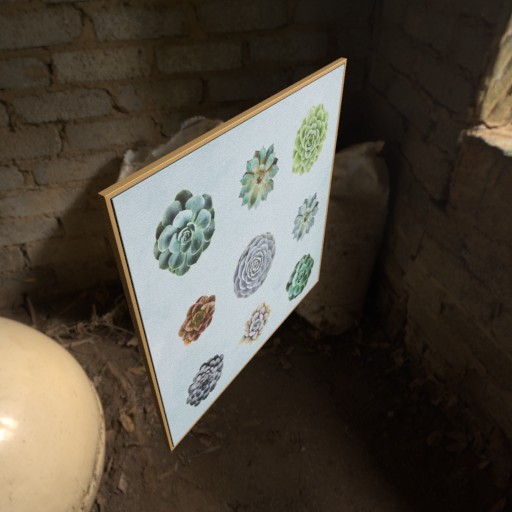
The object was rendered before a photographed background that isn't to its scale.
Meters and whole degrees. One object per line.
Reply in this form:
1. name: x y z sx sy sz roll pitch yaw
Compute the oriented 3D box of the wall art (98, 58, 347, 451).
1. wall art: 0.000 0.000 0.958 0.014 0.655 0.657 25 46 26
